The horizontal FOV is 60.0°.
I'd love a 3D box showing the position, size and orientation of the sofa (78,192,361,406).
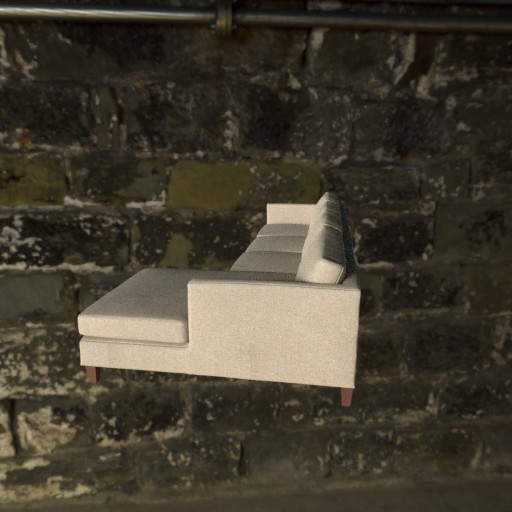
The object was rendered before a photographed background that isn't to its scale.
[{"bbox_3d":[0.000,0.000,3.951,1.625,0.846,3.186,2,15,9],"label":"sofa"}]
